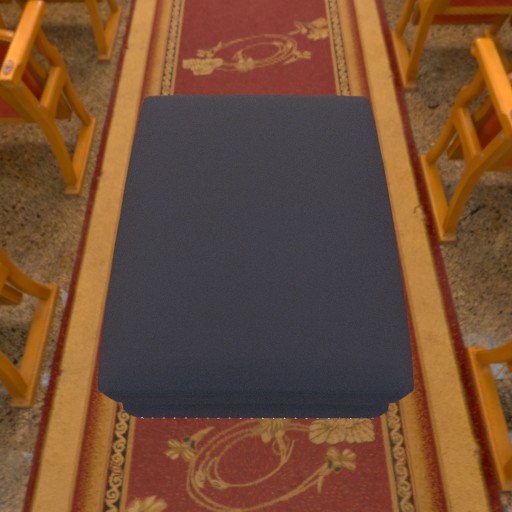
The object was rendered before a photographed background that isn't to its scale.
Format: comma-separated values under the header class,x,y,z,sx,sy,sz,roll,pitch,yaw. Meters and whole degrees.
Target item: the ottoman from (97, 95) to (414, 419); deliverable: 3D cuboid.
class,x,y,z,sx,sy,sz,roll,pitch,yaw
ottoman,0.000,0.000,1.105,0.584,0.513,0.741,0,63,0
